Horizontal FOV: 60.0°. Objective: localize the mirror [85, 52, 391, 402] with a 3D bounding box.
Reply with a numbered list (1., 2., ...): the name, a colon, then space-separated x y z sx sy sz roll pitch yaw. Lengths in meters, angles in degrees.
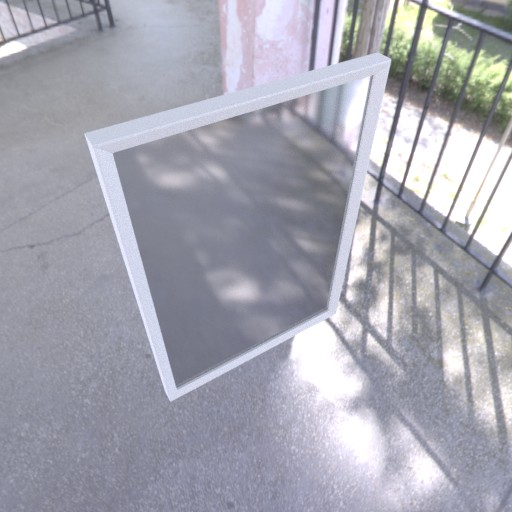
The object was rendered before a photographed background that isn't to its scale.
1. mirror: 0.000 0.000 0.917 0.507 0.710 0.039 -24 51 -21
